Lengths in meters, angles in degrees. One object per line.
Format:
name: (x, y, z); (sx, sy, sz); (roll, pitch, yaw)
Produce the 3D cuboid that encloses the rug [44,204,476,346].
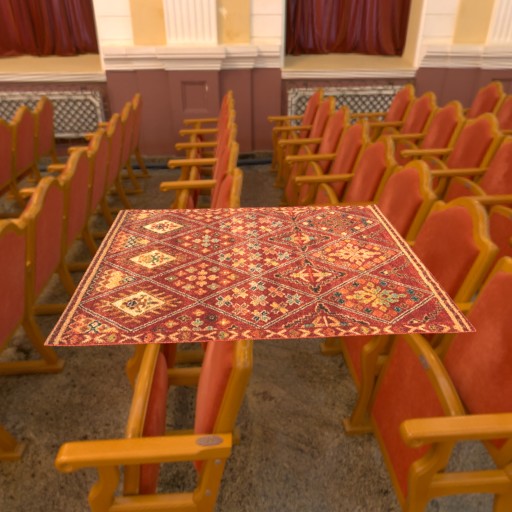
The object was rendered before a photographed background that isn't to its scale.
rug: (0.000, 0.000, 4.232); (3.086, 0.030, 2.489); (-2, 28, -3)
